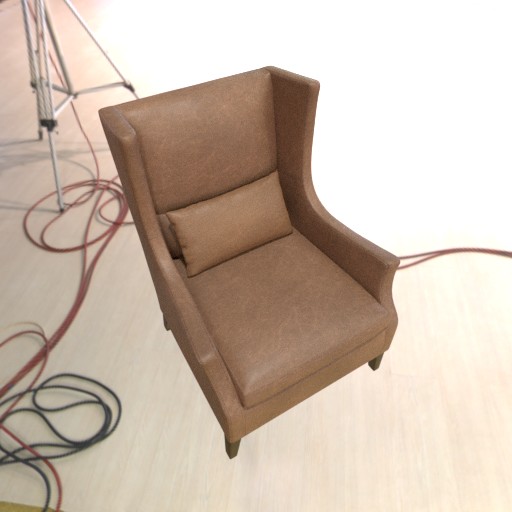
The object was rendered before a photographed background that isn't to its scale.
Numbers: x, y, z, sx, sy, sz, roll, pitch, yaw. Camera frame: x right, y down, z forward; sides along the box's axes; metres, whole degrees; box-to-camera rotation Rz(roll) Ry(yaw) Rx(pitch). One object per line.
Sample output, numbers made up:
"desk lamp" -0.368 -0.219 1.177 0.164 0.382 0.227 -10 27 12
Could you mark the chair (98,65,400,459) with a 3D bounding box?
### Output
"chair" 0.000 0.000 1.711 0.815 1.088 0.913 -24 50 -21
